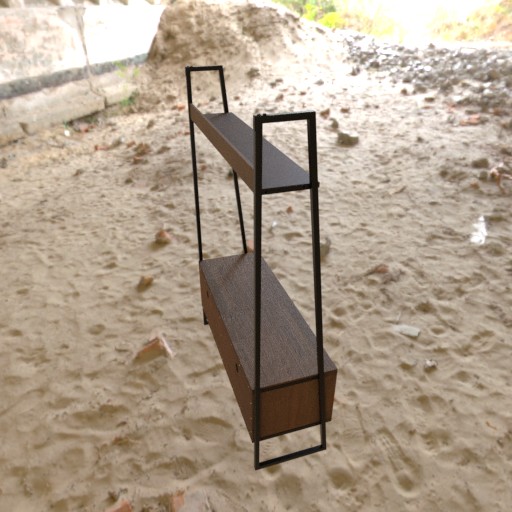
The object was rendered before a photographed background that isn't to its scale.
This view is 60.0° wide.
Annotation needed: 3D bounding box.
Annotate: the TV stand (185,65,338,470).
[{"bbox_3d":[0.000,0.000,2.390,0.432,1.772,1.250,-9,31,-15],"label":"TV stand"}]
